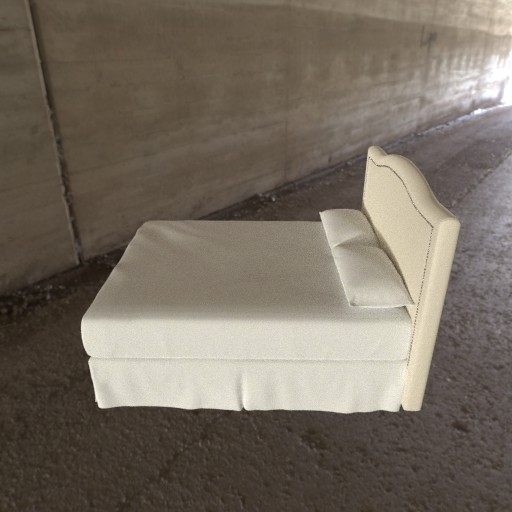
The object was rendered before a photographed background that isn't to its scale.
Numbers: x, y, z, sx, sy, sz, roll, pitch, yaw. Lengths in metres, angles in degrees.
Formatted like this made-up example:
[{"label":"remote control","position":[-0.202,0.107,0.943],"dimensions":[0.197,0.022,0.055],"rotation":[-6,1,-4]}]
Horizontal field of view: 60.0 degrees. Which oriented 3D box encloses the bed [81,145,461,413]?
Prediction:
[{"label":"bed","position":[0.000,0.000,3.318],"dimensions":[2.143,1.460,1.753],"rotation":[0,26,1]}]
